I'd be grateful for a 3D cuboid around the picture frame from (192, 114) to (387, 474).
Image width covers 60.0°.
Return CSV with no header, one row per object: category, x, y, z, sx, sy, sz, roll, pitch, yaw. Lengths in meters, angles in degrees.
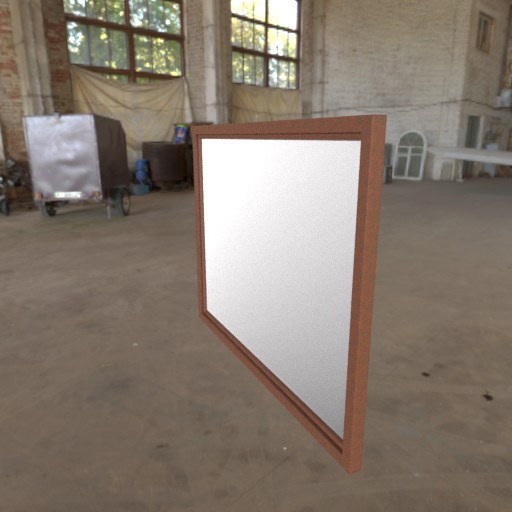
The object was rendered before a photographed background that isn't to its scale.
picture frame,0.000,0.000,1.763,0.045,1.018,1.329,-7,17,-26
